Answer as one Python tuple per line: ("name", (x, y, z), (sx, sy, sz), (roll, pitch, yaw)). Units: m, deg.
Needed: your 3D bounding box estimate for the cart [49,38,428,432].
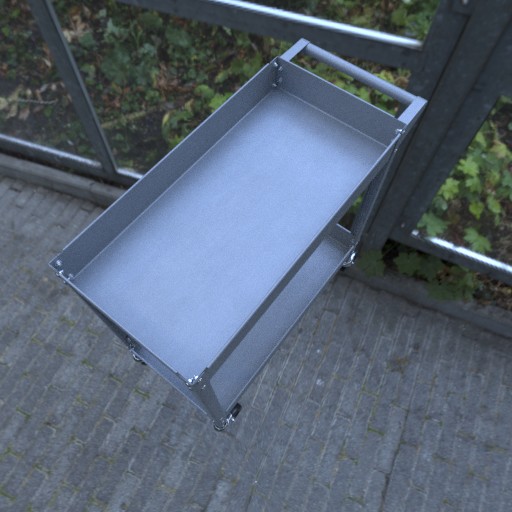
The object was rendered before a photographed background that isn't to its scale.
("cart", (0.000, 0.000, 1.175), (0.366, 0.719, 0.779), (35, 68, 16))
